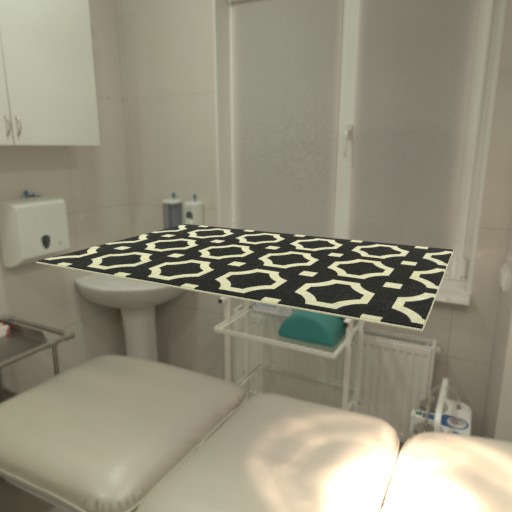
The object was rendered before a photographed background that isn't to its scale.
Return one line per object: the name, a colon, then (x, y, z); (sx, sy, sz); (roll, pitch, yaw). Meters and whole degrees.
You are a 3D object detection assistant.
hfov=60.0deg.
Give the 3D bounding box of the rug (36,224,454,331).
rug: (0.000, 0.000, 2.917); (2.286, 0.016, 1.555); (7, 15, 27)
